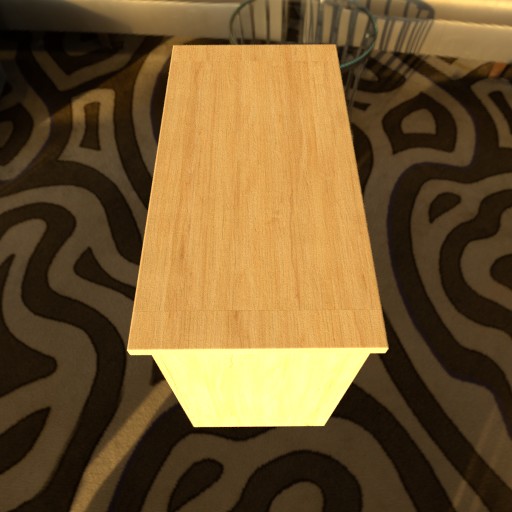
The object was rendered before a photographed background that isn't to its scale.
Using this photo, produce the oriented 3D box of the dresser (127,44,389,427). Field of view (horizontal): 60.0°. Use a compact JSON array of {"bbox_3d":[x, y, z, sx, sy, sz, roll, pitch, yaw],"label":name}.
[{"bbox_3d":[0.000,0.000,1.214,0.410,0.730,0.800,0,58,0],"label":"dresser"}]
